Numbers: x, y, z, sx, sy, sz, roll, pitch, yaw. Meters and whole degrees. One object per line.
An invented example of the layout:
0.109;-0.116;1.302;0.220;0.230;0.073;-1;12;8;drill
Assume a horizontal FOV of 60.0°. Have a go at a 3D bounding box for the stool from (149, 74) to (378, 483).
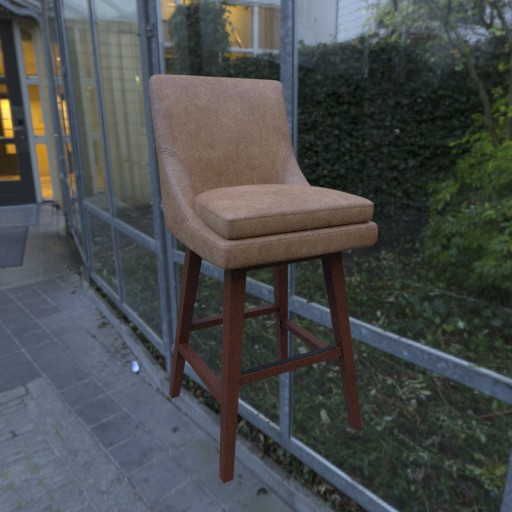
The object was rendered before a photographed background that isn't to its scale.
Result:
0.000;0.000;1.379;0.487;1.079;0.572;-9;19;-27;stool
